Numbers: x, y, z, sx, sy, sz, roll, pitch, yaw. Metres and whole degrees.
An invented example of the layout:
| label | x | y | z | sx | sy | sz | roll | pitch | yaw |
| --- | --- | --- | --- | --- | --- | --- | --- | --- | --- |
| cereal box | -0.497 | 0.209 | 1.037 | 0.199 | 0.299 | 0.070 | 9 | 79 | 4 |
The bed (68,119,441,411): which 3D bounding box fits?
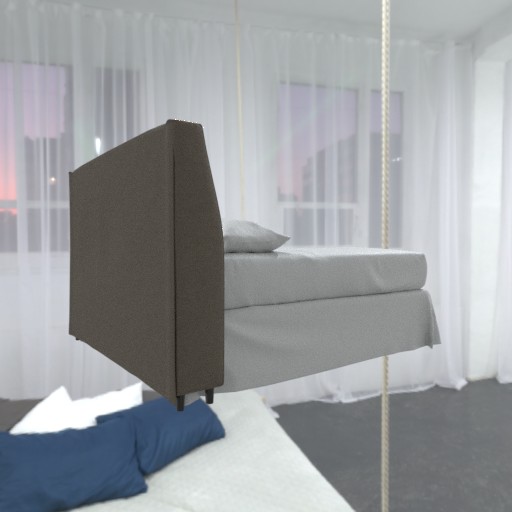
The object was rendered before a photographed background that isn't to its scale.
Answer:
| label | x | y | z | sx | sy | sz | roll | pitch | yaw |
| --- | --- | --- | --- | --- | --- | --- | --- | --- | --- |
| bed | 0.000 | 0.000 | 3.367 | 2.276 | 1.332 | 1.925 | -1 | 2 | -36 |
